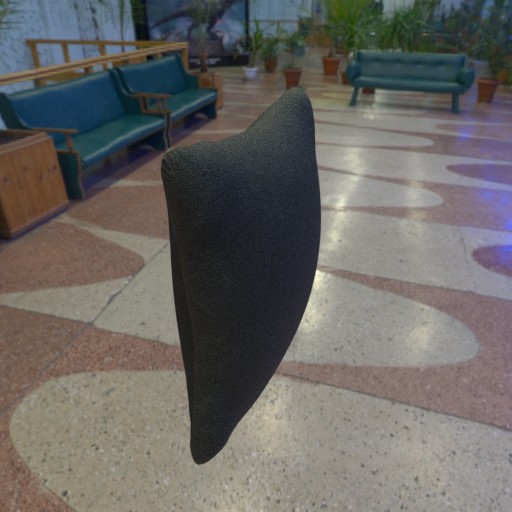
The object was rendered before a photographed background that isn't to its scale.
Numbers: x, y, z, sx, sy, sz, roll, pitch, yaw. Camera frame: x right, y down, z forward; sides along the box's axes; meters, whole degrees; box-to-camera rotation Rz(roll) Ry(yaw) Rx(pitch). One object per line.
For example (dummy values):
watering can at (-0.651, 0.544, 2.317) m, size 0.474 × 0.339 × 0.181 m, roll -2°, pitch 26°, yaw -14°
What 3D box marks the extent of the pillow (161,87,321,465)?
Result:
pillow at (0.000, 0.000, 0.803) m, size 0.210 × 0.523 × 0.533 m, roll 10°, pitch 31°, yaw 17°
